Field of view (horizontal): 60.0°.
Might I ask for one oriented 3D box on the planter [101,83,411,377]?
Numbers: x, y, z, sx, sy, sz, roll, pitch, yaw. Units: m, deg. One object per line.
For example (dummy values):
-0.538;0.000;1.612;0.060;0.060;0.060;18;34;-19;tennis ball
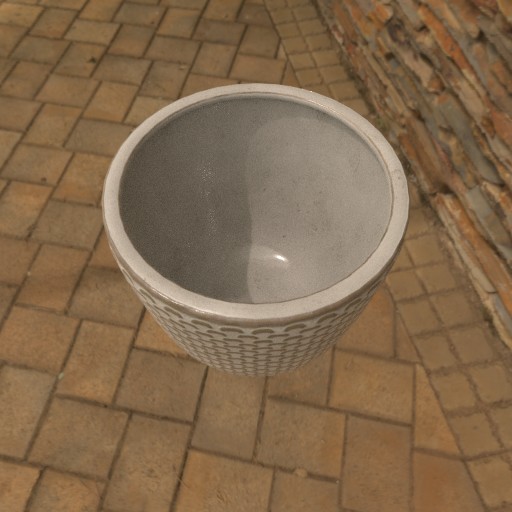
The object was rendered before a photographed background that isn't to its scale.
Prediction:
0.000;0.000;0.314;0.173;0.160;0.173;0;58;0;planter
